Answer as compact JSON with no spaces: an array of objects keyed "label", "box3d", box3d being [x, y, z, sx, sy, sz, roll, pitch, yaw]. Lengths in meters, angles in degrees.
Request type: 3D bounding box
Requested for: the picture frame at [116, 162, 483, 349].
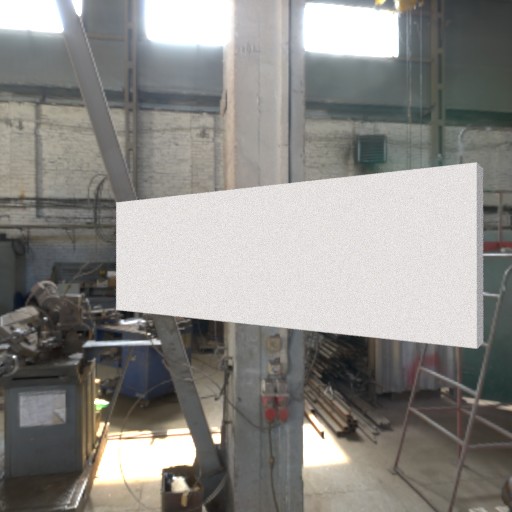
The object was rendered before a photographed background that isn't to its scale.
[{"label":"picture frame","box3d":[0.000,0.000,0.832,0.759,0.250,0.050,0,0,35]}]
